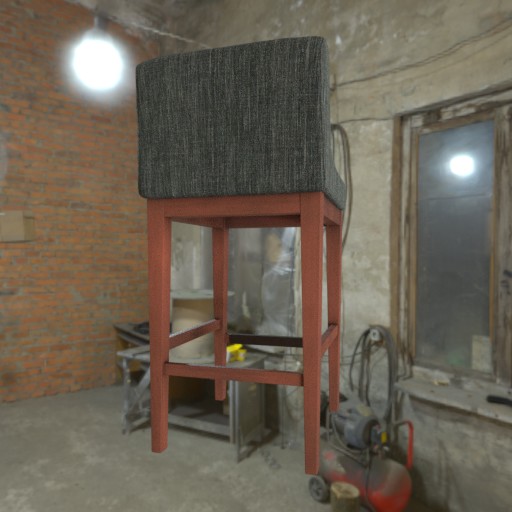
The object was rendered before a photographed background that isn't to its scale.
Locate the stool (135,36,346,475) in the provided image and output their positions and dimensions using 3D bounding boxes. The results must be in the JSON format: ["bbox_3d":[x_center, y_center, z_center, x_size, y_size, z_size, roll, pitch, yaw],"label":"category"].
[{"bbox_3d":[0.000,0.000,1.070,0.395,0.835,0.459,0,0,17],"label":"stool"}]
